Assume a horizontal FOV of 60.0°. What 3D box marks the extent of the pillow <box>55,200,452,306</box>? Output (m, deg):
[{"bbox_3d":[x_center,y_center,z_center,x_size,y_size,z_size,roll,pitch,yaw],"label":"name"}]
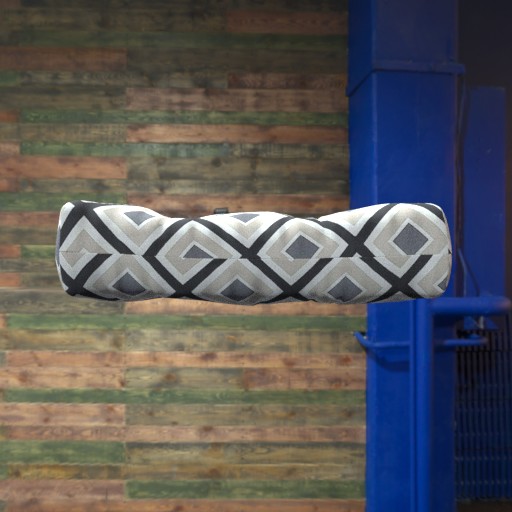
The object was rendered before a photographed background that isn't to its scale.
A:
[{"bbox_3d":[0.000,0.000,0.734,0.468,0.128,0.490,0,0,1],"label":"pillow"}]
